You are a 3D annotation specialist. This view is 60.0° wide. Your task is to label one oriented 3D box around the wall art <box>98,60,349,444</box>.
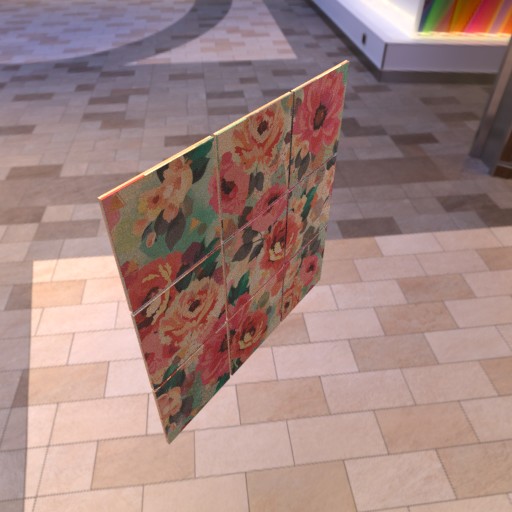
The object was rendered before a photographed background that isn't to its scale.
[{"bbox_3d":[0.000,0.000,1.349,0.012,0.910,0.911,26,48,27],"label":"wall art"}]
